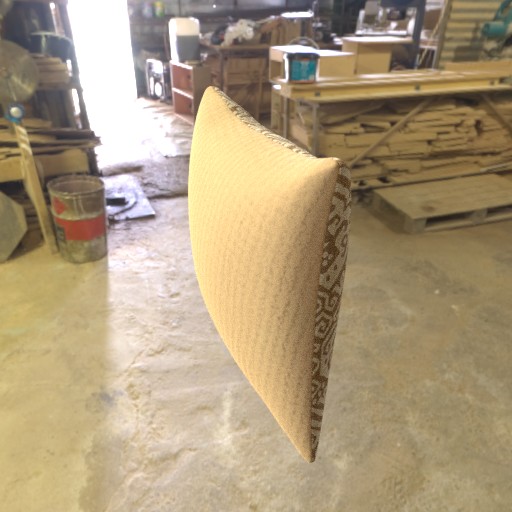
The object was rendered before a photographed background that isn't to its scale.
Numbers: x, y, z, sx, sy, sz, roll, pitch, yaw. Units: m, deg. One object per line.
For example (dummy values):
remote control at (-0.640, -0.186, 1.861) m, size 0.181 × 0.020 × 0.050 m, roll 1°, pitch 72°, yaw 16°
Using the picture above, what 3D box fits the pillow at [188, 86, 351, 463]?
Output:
pillow at (0.000, 0.000, 0.646) m, size 0.173 × 0.407 × 0.419 m, roll -11°, pitch 32°, yaw -18°
